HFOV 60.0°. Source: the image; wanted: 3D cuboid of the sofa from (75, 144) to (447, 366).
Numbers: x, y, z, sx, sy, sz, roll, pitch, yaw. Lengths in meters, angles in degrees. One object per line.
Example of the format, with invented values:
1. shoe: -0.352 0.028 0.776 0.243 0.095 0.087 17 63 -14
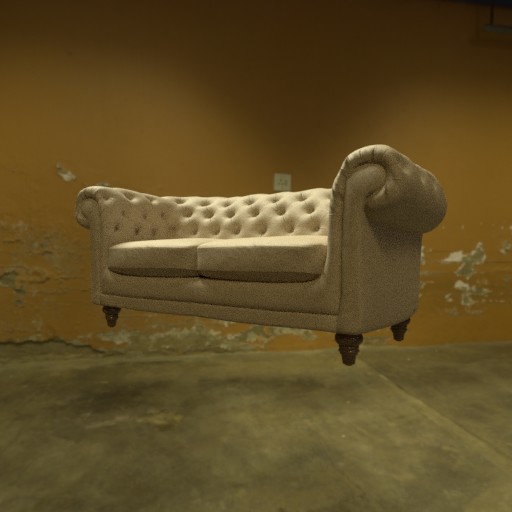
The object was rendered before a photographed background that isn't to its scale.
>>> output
1. sofa: 0.000 0.000 2.495 1.988 0.835 1.069 0 1 36
